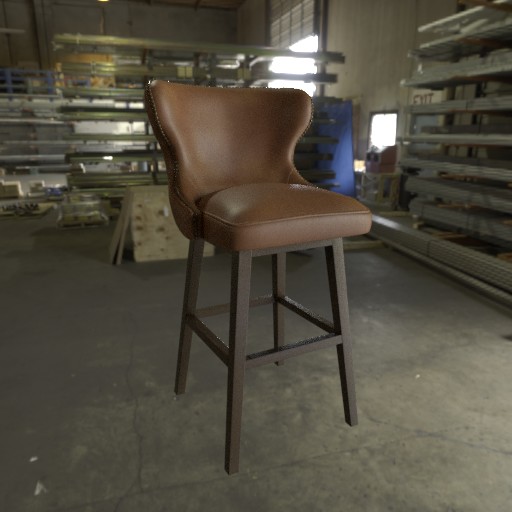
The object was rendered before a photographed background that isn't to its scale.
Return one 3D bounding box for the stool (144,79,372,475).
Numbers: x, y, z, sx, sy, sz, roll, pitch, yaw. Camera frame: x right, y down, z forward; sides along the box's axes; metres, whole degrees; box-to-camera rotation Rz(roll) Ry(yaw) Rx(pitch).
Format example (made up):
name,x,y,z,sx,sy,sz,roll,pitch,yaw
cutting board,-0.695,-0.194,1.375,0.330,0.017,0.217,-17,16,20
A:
name,x,y,z,sx,sy,sz,roll,pitch,yaw
stool,0.000,0.000,1.443,0.591,1.087,0.606,-8,18,-28
